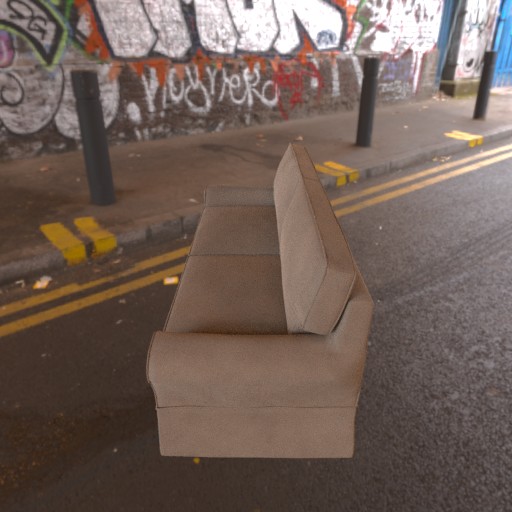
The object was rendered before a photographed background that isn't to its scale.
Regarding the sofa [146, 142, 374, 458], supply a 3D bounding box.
[{"bbox_3d":[0.000,0.000,2.724,0.900,1.014,2.246,0,26,0],"label":"sofa"}]
